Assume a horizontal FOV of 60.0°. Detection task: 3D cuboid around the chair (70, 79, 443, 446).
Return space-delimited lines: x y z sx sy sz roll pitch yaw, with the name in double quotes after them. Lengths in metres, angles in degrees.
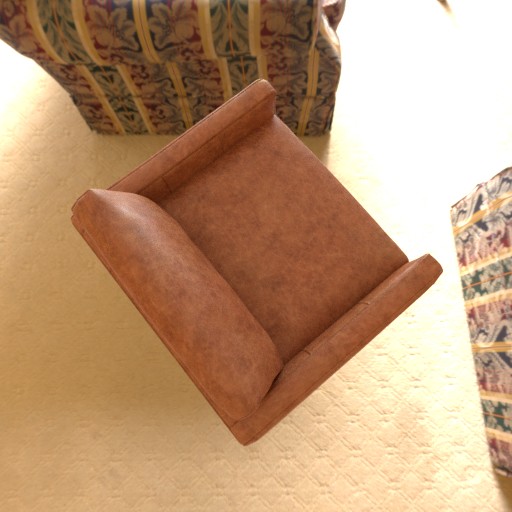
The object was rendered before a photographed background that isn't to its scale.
0.000 0.000 1.635 0.862 0.869 0.967 -39 80 -9 "chair"
